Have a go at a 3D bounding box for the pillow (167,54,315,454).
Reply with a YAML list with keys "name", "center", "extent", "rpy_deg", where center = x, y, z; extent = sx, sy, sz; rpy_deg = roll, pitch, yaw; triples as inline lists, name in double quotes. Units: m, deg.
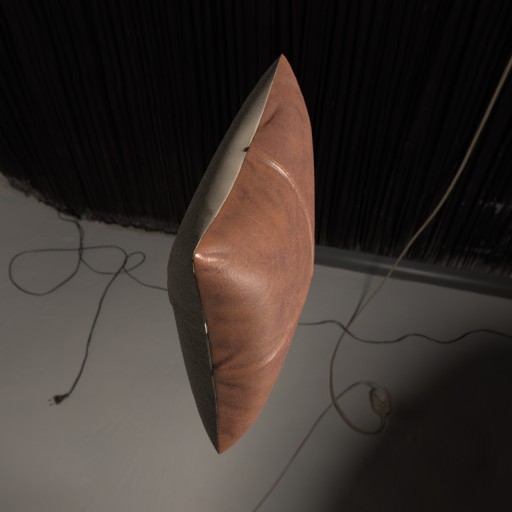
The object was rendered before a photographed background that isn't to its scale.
- name: "pillow"
  center: [0.000, 0.000, 0.725]
  extent: [0.192, 0.470, 0.484]
  rpy_deg: [9, 47, 9]
